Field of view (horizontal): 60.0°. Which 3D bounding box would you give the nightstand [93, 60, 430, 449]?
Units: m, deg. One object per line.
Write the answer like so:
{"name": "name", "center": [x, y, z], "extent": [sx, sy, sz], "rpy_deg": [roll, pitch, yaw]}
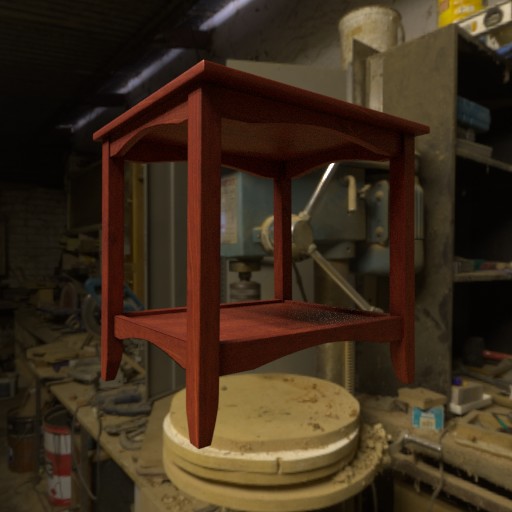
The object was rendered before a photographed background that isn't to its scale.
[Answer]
{"name": "nightstand", "center": [0.000, 0.000, 0.986], "extent": [0.558, 0.558, 0.501], "rpy_deg": [-1, 1, -37]}
